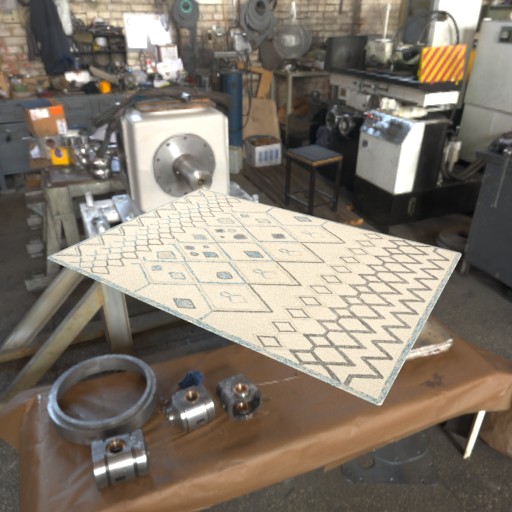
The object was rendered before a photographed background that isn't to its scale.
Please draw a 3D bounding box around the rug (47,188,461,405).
[{"bbox_3d":[0.000,0.000,2.363,1.820,0.009,1.260,18,33,29],"label":"rug"}]
